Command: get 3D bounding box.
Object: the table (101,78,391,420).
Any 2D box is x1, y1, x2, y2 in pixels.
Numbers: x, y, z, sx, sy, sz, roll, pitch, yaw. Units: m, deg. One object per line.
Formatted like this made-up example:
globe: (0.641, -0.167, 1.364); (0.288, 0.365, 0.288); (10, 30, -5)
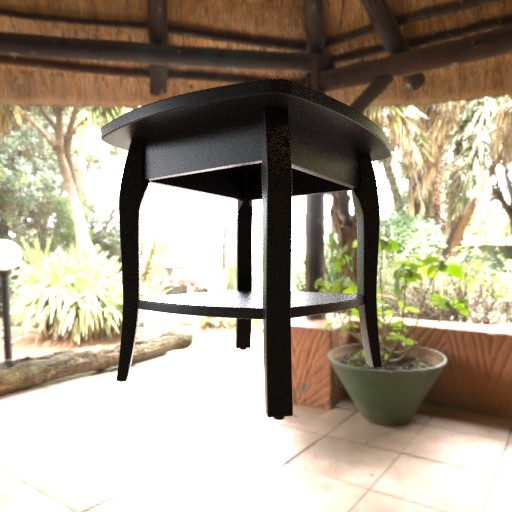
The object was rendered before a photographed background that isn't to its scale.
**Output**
table: (0.000, 0.000, 0.863); (0.457, 0.457, 0.508); (-1, -1, 35)
